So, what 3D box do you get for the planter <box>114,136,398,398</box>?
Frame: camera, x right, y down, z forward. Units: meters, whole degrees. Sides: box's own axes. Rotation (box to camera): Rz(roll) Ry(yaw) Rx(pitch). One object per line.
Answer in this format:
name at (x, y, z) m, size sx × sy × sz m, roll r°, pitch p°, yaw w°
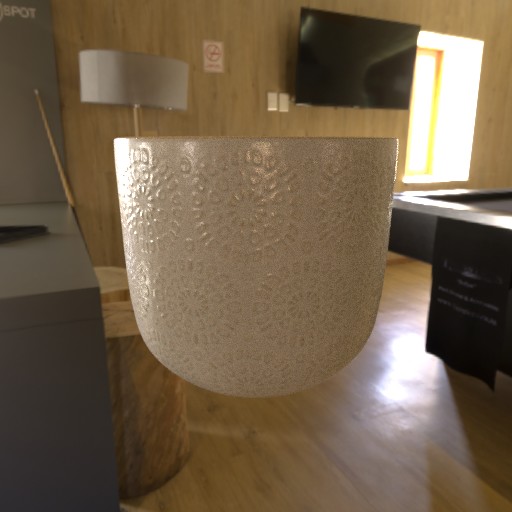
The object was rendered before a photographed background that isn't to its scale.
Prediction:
planter at (0.000, 0.000, 0.295) m, size 0.170 × 0.152 × 0.170 m, roll 0°, pitch 14°, yaw 0°
